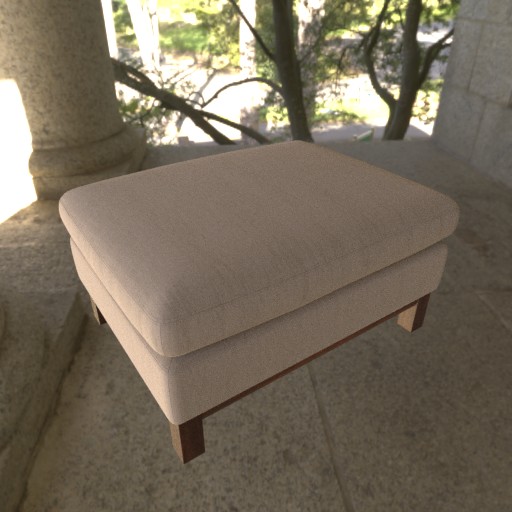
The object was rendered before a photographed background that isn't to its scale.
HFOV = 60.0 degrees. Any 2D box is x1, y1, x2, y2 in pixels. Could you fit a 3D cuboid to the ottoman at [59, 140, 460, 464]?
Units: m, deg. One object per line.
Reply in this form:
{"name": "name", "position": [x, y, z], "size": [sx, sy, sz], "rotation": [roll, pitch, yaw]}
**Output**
{"name": "ottoman", "position": [0.000, 0.000, 1.106], "size": [0.771, 0.420, 0.606], "rotation": [-20, 36, -29]}
